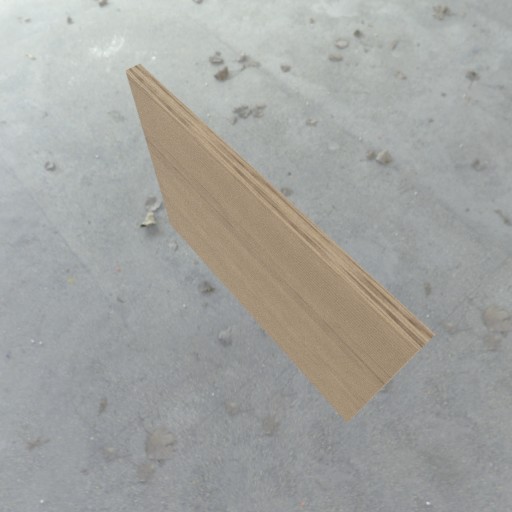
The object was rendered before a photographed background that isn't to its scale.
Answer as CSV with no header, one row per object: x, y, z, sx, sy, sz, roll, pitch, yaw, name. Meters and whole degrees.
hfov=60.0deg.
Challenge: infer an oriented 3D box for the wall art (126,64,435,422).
0.000,0.000,1.104,0.063,0.609,0.841,-36,66,-19,wall art
